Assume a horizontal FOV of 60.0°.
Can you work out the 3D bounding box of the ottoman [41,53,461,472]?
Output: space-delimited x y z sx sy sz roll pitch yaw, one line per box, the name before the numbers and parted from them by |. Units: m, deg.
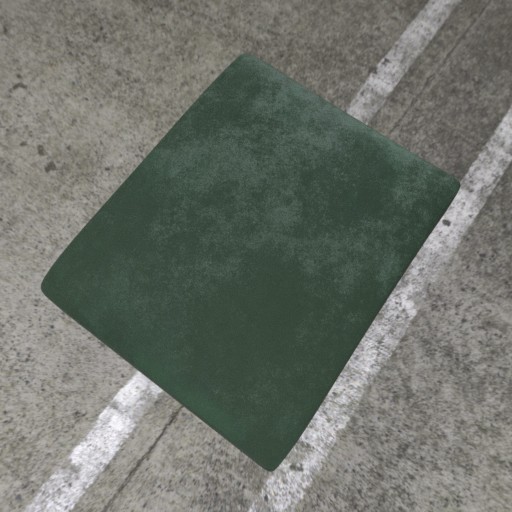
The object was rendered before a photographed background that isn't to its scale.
ottoman | 0.000 0.000 1.274 0.701 0.538 0.839 35 78 9
